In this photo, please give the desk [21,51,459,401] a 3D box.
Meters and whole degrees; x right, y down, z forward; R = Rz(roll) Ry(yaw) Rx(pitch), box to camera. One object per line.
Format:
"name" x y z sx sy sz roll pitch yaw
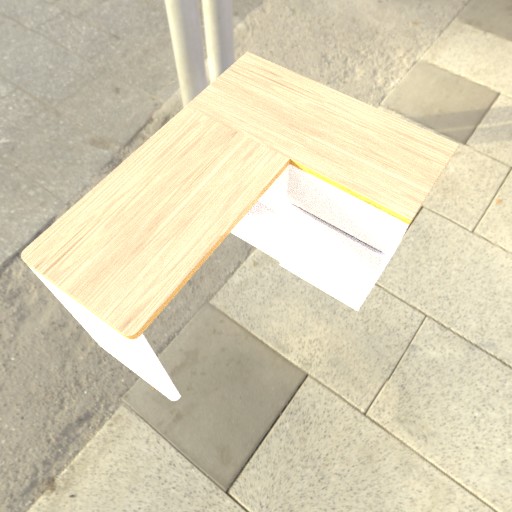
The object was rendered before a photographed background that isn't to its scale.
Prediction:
"desk" 0.000 0.000 1.744 0.900 0.760 1.170 31 64 17
